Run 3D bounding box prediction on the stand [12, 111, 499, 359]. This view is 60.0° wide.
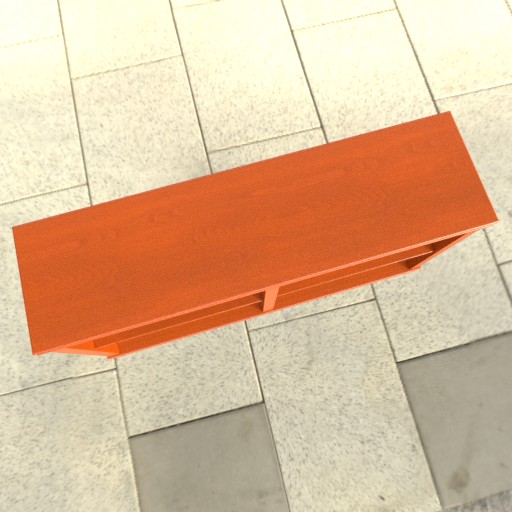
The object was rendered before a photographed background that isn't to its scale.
[{"bbox_3d":[0.000,0.000,1.660,1.372,0.762,0.381,-16,76,-4],"label":"stand"}]
